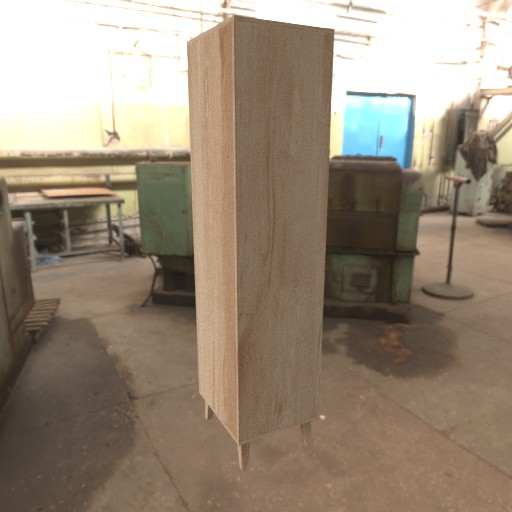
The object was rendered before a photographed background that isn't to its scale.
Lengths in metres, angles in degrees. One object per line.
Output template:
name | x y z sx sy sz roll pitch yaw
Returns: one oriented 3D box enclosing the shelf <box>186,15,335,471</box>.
shelf | 0.000 0.000 2.156 0.450 1.960 0.510 -8 17 -27
